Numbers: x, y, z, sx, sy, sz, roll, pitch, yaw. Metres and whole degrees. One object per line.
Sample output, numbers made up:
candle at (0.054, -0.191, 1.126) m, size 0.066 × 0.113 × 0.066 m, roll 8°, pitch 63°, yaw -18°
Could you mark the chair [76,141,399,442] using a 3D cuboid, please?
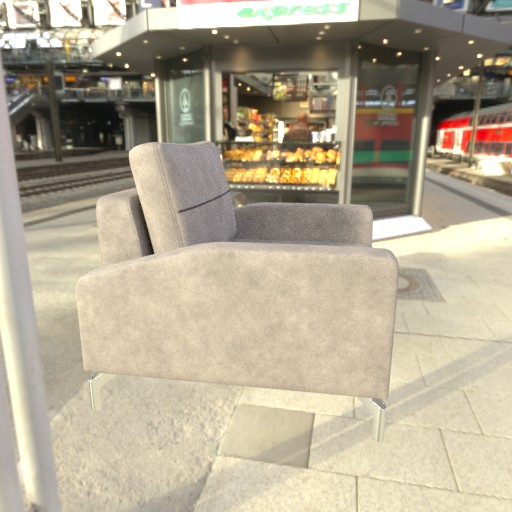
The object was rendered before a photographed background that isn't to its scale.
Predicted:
chair at (0.000, 0.000, 1.601) m, size 0.900 × 0.800 × 0.900 m, roll 3°, pitch 15°, yaw 9°
